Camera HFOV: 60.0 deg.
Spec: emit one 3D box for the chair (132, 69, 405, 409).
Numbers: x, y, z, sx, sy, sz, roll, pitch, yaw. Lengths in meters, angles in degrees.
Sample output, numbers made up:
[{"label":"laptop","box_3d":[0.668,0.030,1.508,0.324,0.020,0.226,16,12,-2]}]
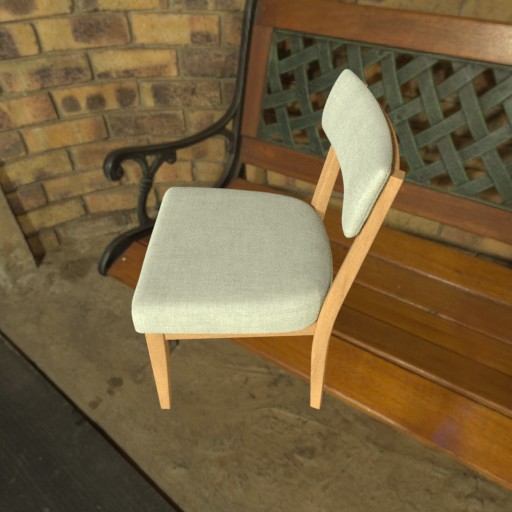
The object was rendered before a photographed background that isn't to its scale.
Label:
[{"label":"chair","box_3d":[0.000,0.000,1.200,0.572,0.832,0.508,1,42,1]}]
